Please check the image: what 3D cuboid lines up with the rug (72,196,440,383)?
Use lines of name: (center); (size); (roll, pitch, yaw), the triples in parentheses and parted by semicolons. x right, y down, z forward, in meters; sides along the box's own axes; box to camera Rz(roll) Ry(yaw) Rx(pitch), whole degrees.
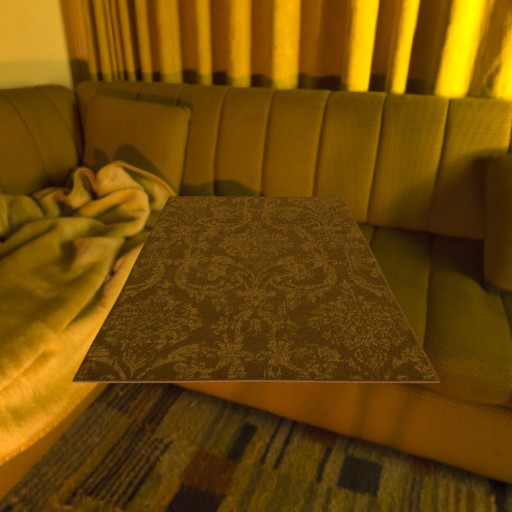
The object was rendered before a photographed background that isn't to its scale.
rug: (0.000, 0.000, 2.263); (1.206, 0.012, 1.824); (0, 27, 0)
